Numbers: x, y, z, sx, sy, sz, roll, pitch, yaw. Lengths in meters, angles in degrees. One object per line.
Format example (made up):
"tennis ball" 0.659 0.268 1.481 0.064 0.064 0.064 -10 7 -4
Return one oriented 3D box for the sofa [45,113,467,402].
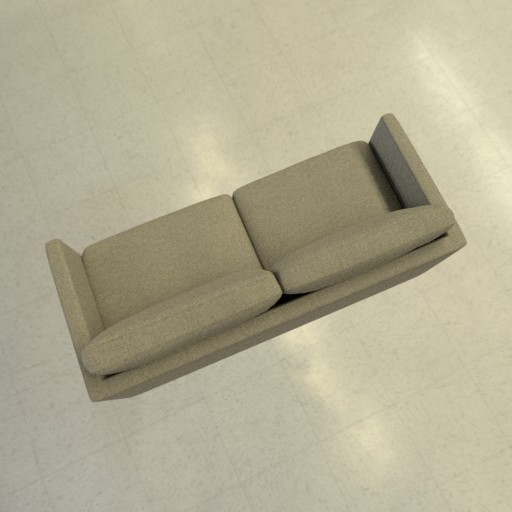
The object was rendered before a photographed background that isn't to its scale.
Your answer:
"sofa" 0.000 0.000 2.723 2.208 0.960 0.956 -22 75 -6
